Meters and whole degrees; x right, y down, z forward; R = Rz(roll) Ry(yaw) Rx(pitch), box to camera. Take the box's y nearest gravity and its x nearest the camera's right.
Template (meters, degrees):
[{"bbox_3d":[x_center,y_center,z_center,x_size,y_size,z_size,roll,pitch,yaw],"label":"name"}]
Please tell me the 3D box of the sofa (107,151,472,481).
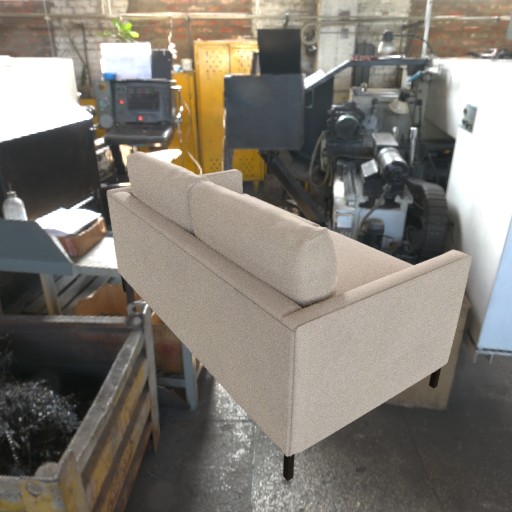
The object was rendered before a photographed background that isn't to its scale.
[{"bbox_3d":[0.000,0.000,2.129,0.875,0.840,1.682,-16,29,-31],"label":"sofa"}]
